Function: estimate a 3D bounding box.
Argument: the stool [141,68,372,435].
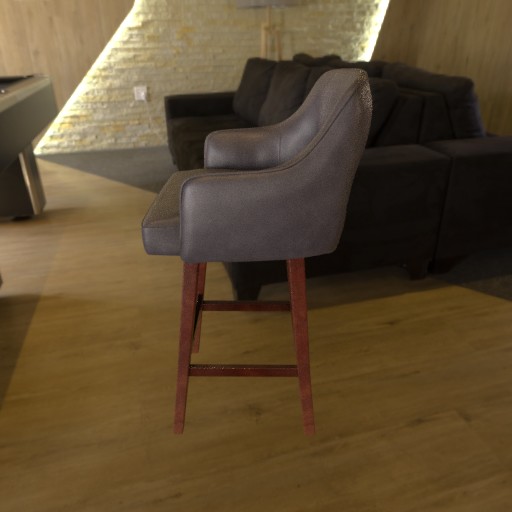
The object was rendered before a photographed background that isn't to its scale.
[{"bbox_3d":[0.000,0.000,1.340,0.560,1.041,0.550,0,26,0],"label":"stool"}]
